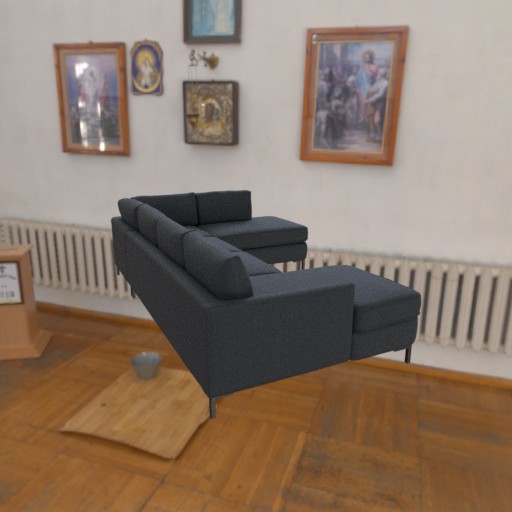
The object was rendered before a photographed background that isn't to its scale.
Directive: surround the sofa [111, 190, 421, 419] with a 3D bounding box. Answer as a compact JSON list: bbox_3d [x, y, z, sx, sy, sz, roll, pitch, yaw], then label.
[{"bbox_3d":[0.000,0.000,3.859,1.984,0.858,2.975,-7,16,-26],"label":"sofa"}]
